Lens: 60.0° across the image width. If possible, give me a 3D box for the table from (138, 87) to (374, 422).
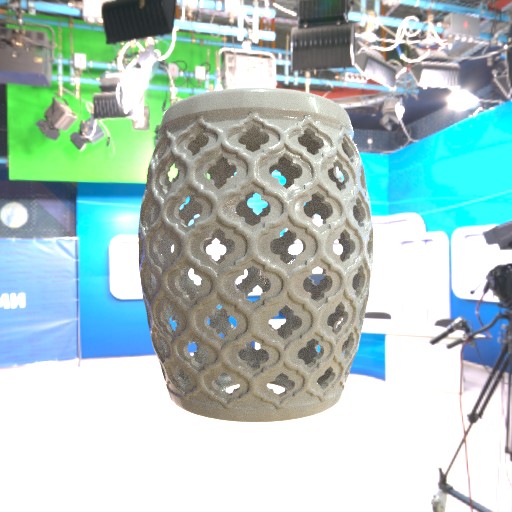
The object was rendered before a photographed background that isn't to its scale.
[{"bbox_3d":[0.000,0.000,0.632,0.325,0.388,0.325,0,0,0],"label":"table"}]
